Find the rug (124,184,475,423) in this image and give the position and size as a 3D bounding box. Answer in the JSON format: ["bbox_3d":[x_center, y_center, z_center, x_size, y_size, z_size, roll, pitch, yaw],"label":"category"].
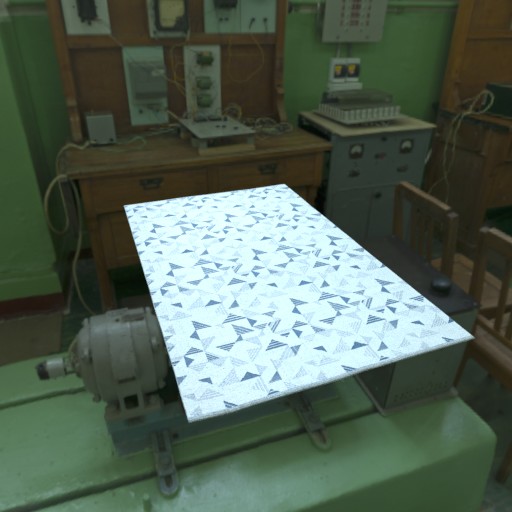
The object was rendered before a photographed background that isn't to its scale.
[{"bbox_3d":[0.000,0.000,3.055,1.512,0.009,2.457,-11,31,-18],"label":"rug"}]
